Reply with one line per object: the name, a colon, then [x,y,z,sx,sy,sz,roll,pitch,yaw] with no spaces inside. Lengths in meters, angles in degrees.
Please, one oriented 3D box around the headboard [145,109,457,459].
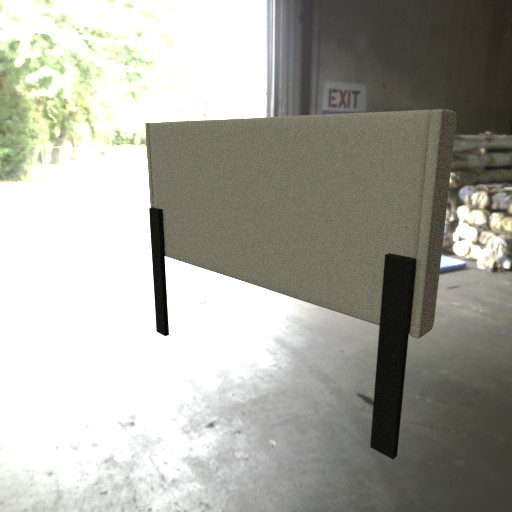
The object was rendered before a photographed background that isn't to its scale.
headboard: [0.000,0.000,2.563,0.184,1.524,2.051,-14,21,-43]
